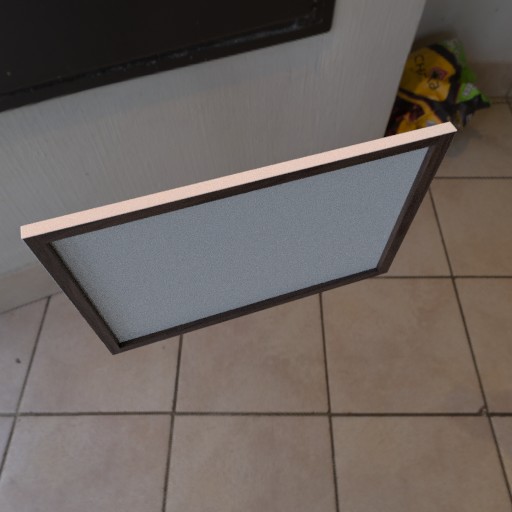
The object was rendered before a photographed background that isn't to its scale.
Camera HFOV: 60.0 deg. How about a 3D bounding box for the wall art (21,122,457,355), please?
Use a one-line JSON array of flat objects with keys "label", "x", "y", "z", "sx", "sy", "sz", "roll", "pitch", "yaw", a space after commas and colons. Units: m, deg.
[{"label": "wall art", "x": 0.000, "y": 0.000, "z": 1.917, "sx": 1.520, "sy": 1.016, "sz": 0.051, "roll": -16, "pitch": 59, "yaw": -10}]
